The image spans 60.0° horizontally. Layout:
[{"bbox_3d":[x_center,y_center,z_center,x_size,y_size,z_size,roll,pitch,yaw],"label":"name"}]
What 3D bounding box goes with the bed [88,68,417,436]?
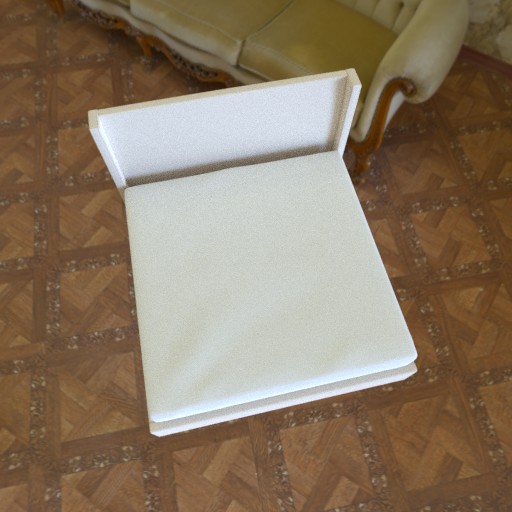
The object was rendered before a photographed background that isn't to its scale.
[{"bbox_3d":[0.000,0.000,3.654,2.145,1.471,2.293,-11,64,-5],"label":"bed"}]
